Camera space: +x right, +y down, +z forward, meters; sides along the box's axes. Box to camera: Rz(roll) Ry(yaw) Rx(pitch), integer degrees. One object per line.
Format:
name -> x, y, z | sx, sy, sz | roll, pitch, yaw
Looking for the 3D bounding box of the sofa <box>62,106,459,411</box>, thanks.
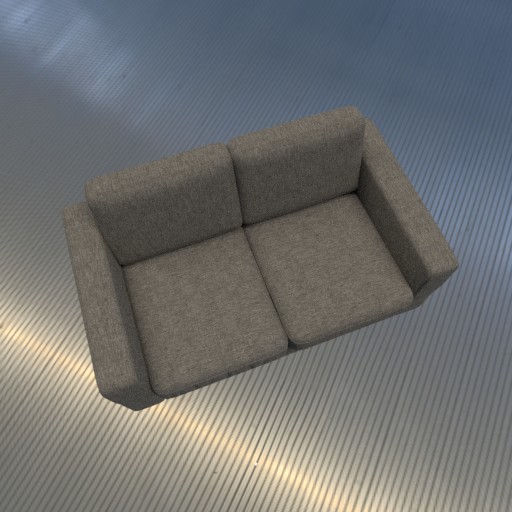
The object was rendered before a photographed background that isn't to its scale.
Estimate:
sofa -> 0.000, 0.000, 2.010 | 1.520, 0.800, 0.900 | -18, 66, -8
